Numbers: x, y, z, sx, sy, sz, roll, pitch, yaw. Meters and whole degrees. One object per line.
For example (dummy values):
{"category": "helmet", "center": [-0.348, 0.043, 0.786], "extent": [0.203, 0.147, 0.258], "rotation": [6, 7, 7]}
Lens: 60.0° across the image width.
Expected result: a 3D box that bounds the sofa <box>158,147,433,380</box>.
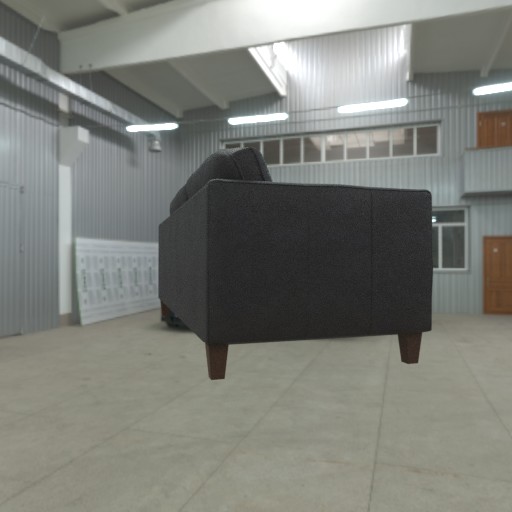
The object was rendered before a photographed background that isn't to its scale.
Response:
{"category": "sofa", "center": [0.000, 0.000, 2.523], "extent": [0.933, 0.863, 1.971], "rotation": [0, 0, -17]}
